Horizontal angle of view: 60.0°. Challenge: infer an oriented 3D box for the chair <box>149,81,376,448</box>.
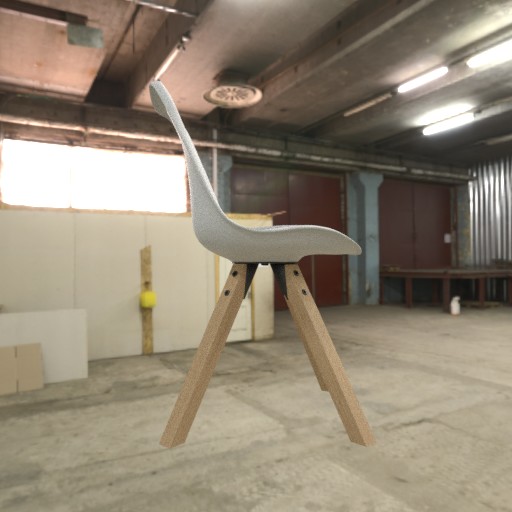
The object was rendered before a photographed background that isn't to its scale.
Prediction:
[{"bbox_3d":[0.000,0.000,1.199,0.550,0.850,0.485,0,-1,-1],"label":"chair"}]
